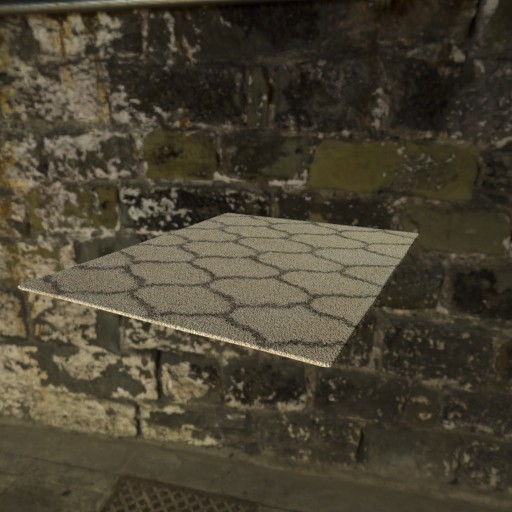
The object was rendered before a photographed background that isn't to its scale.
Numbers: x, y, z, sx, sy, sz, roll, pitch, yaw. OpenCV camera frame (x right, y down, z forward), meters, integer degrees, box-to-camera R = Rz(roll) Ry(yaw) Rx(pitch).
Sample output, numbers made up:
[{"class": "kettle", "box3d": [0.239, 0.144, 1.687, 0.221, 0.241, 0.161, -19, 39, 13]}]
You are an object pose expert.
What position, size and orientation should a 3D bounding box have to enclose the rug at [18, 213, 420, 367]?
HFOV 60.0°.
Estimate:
[{"class": "rug", "box3d": [0.000, 0.000, 3.984, 2.399, 0.026, 3.000, 9, 19, 26]}]
